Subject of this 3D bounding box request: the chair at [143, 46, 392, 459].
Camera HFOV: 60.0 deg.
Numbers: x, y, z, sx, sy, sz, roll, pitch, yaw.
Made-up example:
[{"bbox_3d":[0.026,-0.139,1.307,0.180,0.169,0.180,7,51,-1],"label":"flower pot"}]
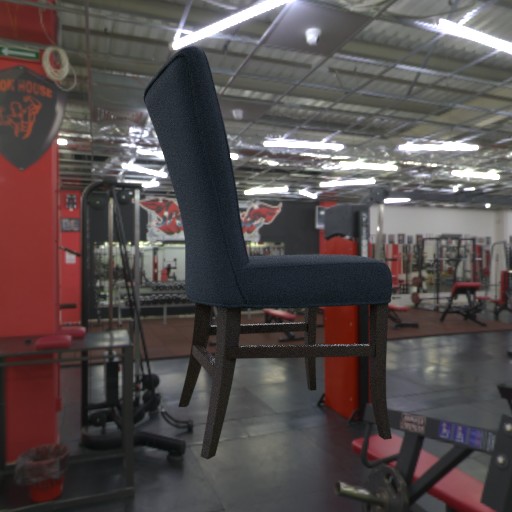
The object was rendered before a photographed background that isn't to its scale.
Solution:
[{"bbox_3d":[0.000,0.000,1.341,0.660,0.991,0.520,0,0,-18],"label":"chair"}]
